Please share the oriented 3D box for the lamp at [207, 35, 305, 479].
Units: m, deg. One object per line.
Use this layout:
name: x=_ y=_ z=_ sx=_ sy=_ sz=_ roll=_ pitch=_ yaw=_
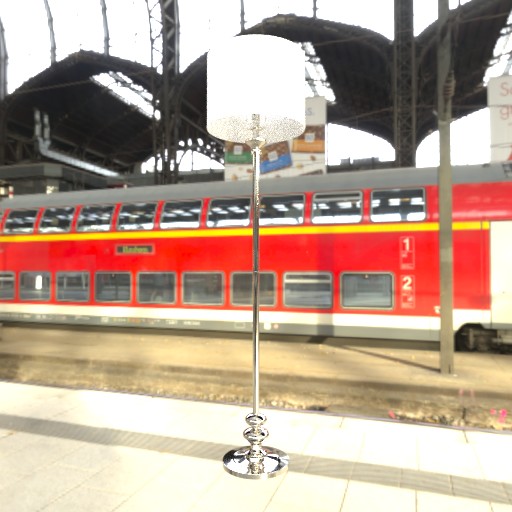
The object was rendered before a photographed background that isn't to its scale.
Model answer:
lamp: x=0.000 y=0.000 z=1.606 sx=0.356 sy=1.487 sz=0.356 roll=0 pitch=-1 yaw=17
